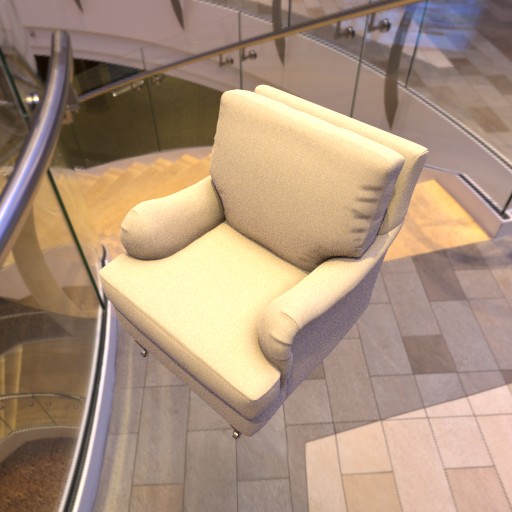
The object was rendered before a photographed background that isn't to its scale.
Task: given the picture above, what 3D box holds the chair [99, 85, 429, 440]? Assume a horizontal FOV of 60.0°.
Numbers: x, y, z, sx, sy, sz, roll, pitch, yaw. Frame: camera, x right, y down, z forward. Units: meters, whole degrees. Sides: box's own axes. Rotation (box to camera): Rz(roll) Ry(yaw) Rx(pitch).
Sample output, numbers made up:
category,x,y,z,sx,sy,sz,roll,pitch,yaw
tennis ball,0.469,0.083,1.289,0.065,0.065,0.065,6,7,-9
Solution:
category,x,y,z,sx,sy,sz,roll,pitch,yaw
chair,0.000,0.000,1.904,0.895,1.076,1.078,32,54,27
